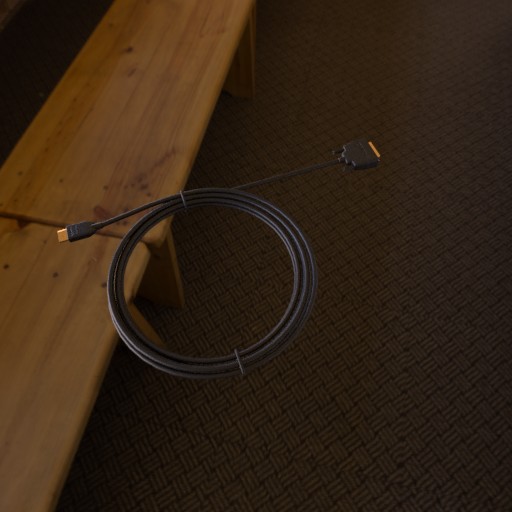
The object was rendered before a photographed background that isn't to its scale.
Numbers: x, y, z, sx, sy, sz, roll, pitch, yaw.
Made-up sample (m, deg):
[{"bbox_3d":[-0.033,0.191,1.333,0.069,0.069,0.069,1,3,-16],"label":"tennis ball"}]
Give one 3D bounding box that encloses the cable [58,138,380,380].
[{"bbox_3d":[0.000,0.000,0.512,0.422,0.030,0.257,-17,61,-10],"label":"cable"}]
